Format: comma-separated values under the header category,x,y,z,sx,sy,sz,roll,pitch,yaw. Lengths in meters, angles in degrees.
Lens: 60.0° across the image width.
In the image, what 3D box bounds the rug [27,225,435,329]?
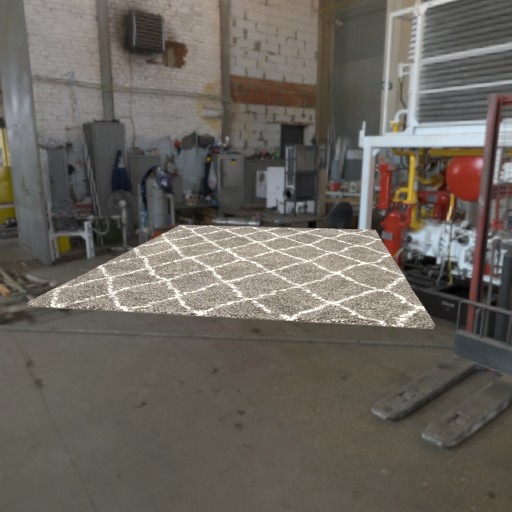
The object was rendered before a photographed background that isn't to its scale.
category,x,y,z,sx,sy,sz,roll,pitch,yaw
rug,0.000,0.000,4.037,2.438,0.029,3.047,2,13,8
